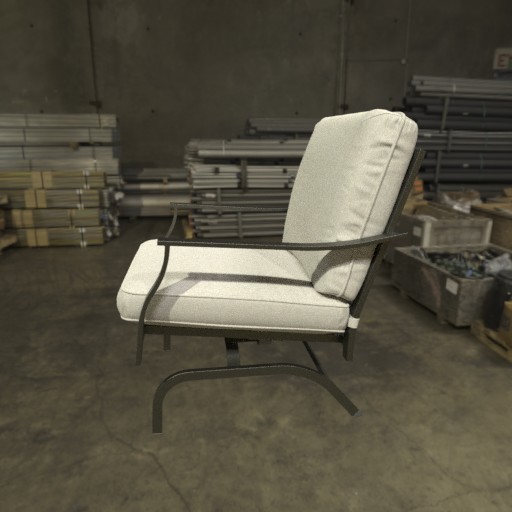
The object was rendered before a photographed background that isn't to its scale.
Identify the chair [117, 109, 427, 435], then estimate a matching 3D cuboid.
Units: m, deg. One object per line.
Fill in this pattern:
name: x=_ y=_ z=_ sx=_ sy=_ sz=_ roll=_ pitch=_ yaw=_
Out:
chair: x=0.000 y=0.000 z=1.400 sx=0.787 sy=0.860 sz=0.650 roll=-2 pitch=15 yaw=-8
